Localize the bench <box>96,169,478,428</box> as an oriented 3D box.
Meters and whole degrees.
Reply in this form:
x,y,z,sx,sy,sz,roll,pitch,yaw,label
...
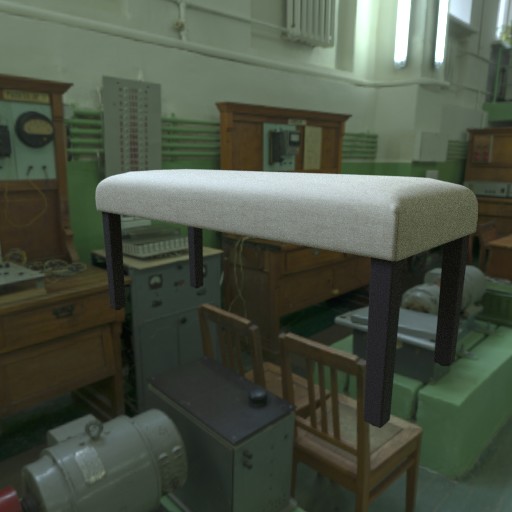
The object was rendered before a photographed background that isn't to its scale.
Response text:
x,y,z,sx,sy,sz,roll,pitch,yaw,label
0.000,0.000,1.233,1.013,0.456,0.407,12,17,42,bench
